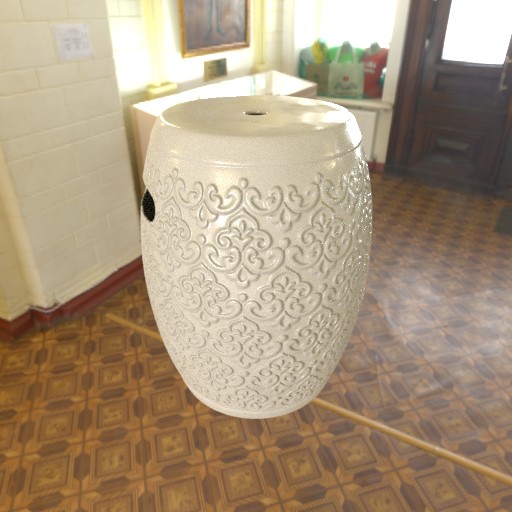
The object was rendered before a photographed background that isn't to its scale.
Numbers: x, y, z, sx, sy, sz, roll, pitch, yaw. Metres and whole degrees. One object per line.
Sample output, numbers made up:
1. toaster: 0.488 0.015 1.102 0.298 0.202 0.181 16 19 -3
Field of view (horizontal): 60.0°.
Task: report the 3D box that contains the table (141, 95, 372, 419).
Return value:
1. table: 0.000 0.000 0.625 0.309 0.397 0.309 0 30 0
